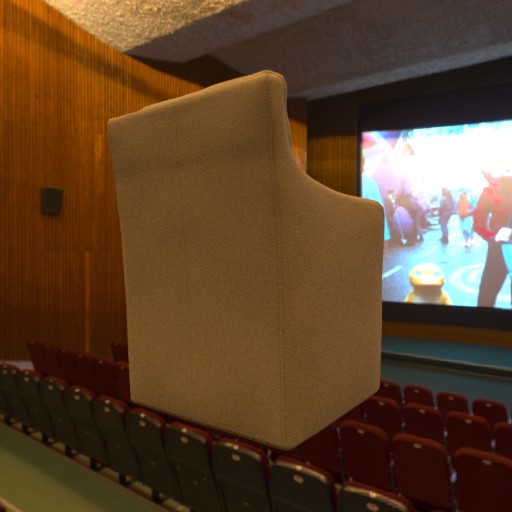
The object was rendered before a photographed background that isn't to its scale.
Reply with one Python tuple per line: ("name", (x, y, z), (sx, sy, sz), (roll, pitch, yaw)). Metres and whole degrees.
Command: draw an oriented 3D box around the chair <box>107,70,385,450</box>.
("chair", (0.000, 0.000, 1.402), (0.626, 0.914, 0.694), (0, 1, 36))
